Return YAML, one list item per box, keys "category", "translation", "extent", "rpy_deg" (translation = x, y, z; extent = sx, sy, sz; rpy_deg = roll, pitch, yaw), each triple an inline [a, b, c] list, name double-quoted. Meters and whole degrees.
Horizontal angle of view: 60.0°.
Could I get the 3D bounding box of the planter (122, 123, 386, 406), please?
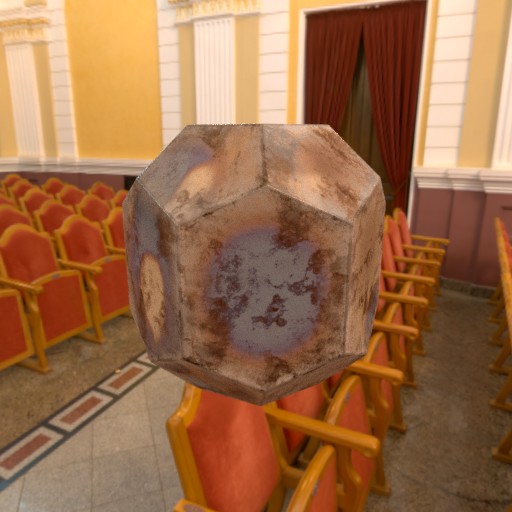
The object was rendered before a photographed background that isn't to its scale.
- category: "planter"
  translation: [0.000, 0.000, 0.421]
  extent: [0.221, 0.238, 0.243]
  rpy_deg: [7, 17, 25]
